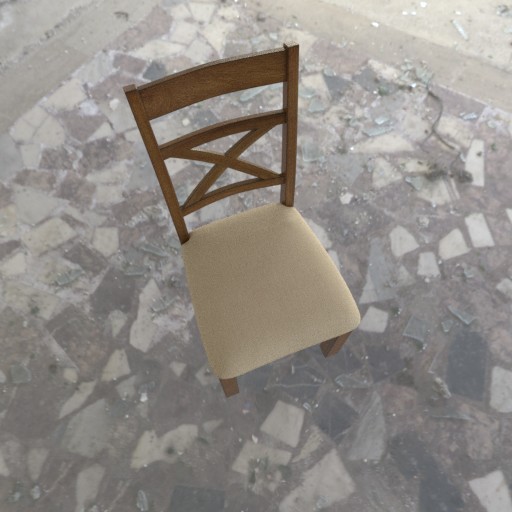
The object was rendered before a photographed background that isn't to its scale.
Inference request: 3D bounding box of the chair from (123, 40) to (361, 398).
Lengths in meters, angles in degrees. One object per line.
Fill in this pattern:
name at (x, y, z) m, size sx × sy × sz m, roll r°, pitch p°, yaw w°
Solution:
chair at (0.000, 0.000, 1.304) m, size 0.461 × 0.949 × 0.581 m, roll -19°, pitch 66°, yaw -9°
